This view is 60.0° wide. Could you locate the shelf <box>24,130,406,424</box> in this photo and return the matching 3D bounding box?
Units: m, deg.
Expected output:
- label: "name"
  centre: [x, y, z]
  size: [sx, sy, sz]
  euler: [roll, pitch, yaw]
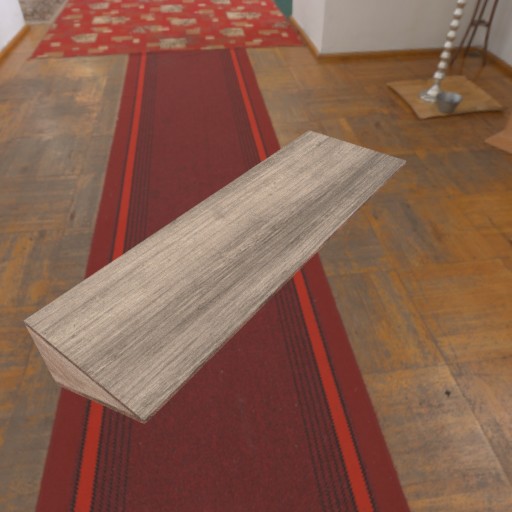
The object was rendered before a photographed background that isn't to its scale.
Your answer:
- label: "shelf"
  centre: [0.000, 0.000, 0.680]
  size: [0.200, 0.125, 0.610]
  euler: [26, 48, 27]
